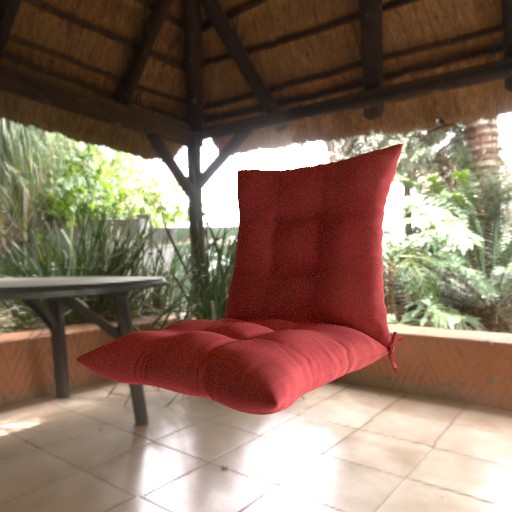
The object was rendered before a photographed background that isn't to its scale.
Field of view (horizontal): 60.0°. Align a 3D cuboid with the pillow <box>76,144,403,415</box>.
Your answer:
[{"bbox_3d":[0.000,0.000,1.001,0.541,0.536,0.585,-1,-1,36],"label":"pillow"}]
